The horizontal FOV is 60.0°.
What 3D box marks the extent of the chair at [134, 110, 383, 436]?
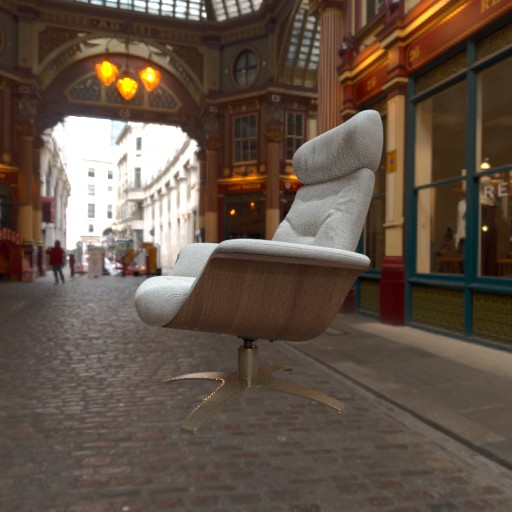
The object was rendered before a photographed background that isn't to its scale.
[{"bbox_3d":[0.000,0.000,1.581,0.837,0.995,0.785,0,1,-17],"label":"chair"}]
